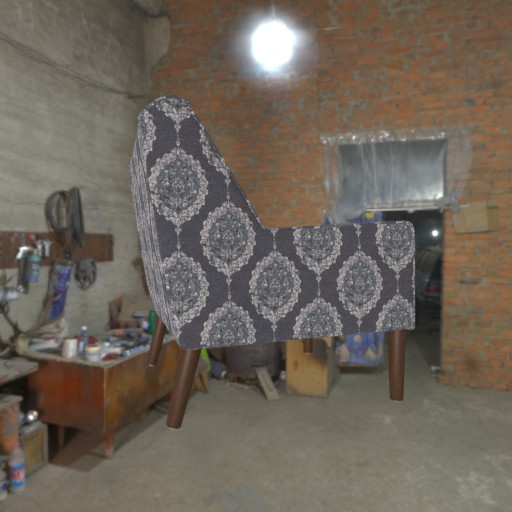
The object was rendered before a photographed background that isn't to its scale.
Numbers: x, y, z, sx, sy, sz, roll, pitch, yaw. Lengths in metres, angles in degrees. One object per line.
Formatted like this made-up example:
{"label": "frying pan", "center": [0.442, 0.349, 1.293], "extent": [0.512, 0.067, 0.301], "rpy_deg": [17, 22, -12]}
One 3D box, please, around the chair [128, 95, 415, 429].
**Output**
{"label": "chair", "center": [0.000, 0.000, 1.387], "extent": [0.743, 0.792, 0.663], "rpy_deg": [0, 1, -18]}
